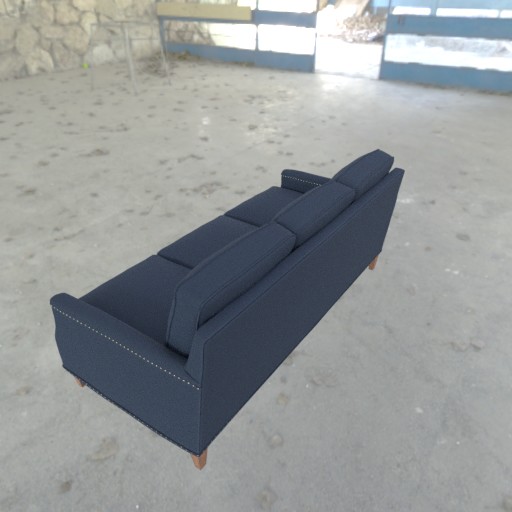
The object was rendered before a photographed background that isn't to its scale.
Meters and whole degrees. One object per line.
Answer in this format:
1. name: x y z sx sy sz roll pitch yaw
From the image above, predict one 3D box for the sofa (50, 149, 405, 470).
1. sofa: 0.000 0.000 2.792 1.084 1.003 2.246 20 37 29
